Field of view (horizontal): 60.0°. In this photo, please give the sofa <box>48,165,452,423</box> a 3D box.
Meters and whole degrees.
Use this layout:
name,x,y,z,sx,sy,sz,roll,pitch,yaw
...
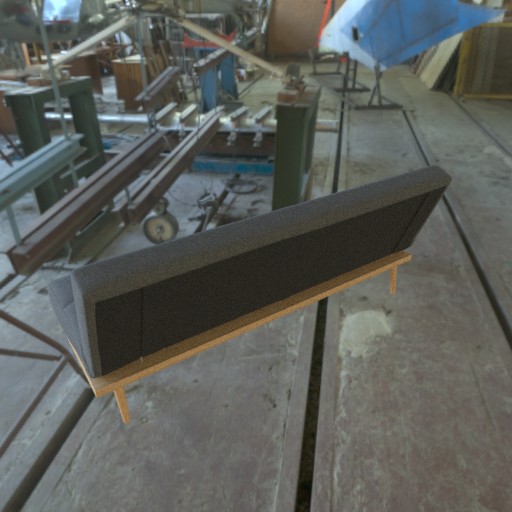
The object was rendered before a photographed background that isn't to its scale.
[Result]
name,x,y,z,sx,sy,sz,roll,pitch,yaw
sofa,0.000,0.000,2.179,1.820,0.770,0.820,-19,35,-30
